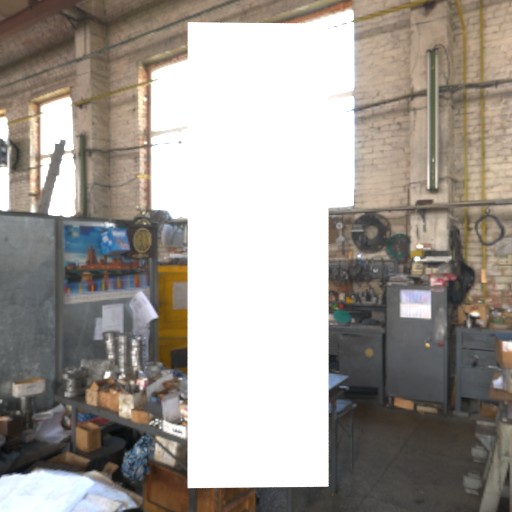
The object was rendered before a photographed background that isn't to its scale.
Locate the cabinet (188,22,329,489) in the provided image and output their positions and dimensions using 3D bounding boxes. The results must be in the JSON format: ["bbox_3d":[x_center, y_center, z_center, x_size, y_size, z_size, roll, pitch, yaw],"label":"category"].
[{"bbox_3d":[0.000,0.000,2.317,0.580,1.920,0.980,0,0,-1],"label":"cabinet"}]
